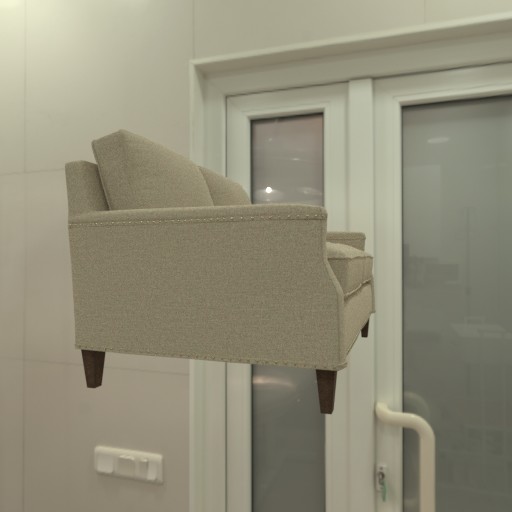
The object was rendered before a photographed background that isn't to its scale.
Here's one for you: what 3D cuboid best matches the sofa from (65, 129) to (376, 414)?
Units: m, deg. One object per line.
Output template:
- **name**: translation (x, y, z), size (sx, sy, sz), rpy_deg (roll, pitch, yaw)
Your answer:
- **sofa**: translation (0.000, 0.000, 2.239), size (1.084, 1.003, 1.597), rpy_deg (0, -1, 18)
